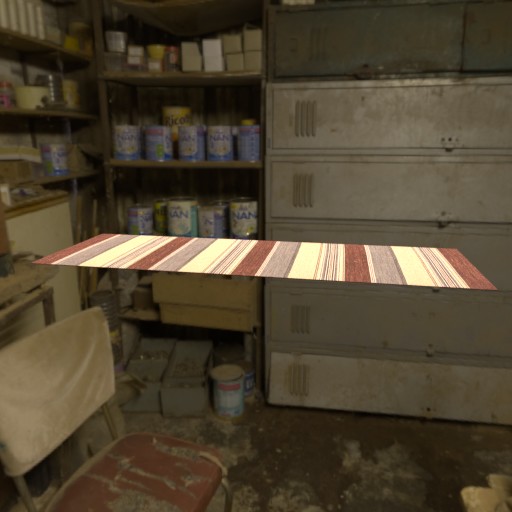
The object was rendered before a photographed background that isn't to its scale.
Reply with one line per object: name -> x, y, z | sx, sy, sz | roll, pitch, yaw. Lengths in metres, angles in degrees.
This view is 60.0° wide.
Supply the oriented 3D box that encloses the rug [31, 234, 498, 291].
rug -> 0.000, 0.000, 2.655 | 2.437, 0.006, 0.792 | 3, 15, 10
